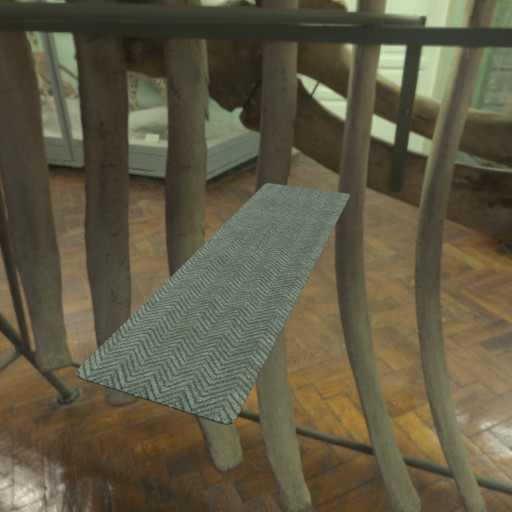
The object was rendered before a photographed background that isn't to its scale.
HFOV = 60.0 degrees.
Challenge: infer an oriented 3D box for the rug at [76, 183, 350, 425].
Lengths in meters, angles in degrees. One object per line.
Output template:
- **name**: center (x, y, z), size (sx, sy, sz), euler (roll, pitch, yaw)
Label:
- **rug**: center (0.000, 0.000, 2.568), size (0.686, 0.008, 2.286), euler (11, 31, 18)
